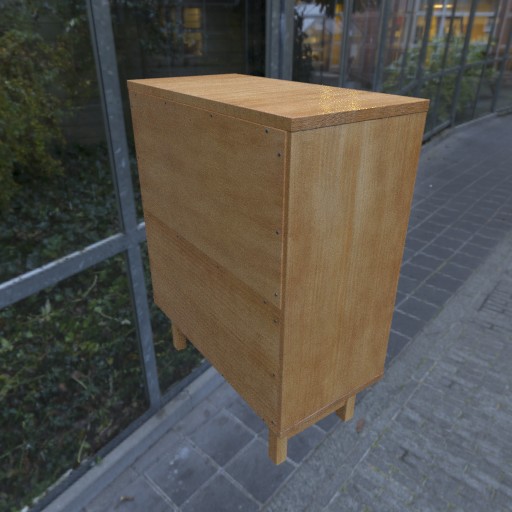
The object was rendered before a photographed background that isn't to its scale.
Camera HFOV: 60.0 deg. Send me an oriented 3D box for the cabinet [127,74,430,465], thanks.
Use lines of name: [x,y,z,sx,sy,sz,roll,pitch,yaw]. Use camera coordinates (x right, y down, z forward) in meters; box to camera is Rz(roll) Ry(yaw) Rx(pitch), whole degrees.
cabinet: [0.000,0.000,1.405,0.419,1.001,0.800,-18,32,-31]
